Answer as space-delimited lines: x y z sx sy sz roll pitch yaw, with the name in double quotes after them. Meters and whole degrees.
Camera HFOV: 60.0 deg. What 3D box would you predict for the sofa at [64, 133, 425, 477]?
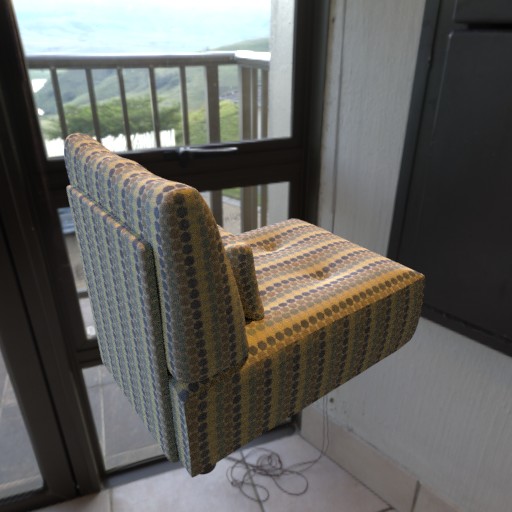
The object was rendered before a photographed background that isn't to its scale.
0.000 0.000 1.503 1.000 0.820 0.700 -19 33 -33 "sofa"
